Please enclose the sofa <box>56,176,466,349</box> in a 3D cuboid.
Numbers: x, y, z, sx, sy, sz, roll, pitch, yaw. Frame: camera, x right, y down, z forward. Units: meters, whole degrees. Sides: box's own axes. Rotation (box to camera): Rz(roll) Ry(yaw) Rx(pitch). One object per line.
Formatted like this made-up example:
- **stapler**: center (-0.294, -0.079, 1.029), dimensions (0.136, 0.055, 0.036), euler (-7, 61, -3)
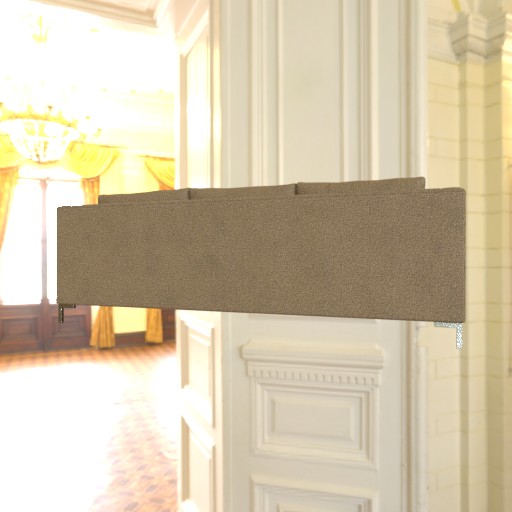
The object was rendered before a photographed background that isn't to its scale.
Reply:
- **sofa**: center (0.000, 0.000, 2.917), dimensions (2.415, 0.867, 0.969), euler (0, 0, 20)
